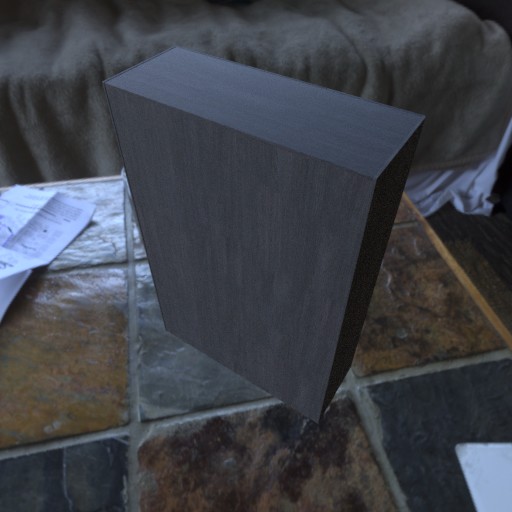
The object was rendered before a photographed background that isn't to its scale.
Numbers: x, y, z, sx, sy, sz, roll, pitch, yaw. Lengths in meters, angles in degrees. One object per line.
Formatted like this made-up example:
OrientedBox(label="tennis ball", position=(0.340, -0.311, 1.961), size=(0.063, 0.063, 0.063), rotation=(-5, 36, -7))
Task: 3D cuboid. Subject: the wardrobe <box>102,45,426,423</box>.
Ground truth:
OrientedBox(label="wardrobe", position=(0.000, 0.000, 2.539), size=(1.290, 1.910, 0.510), rotation=(26, 51, 23))
